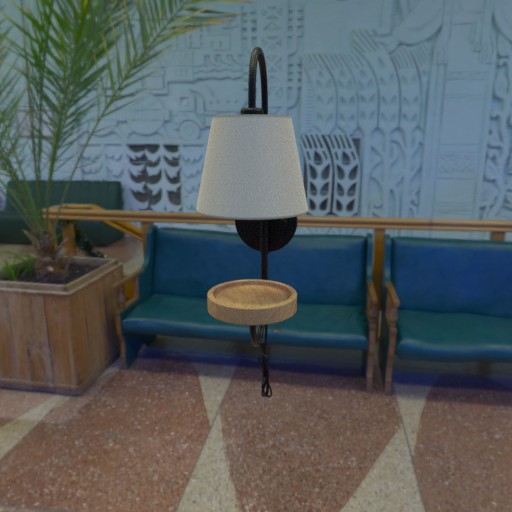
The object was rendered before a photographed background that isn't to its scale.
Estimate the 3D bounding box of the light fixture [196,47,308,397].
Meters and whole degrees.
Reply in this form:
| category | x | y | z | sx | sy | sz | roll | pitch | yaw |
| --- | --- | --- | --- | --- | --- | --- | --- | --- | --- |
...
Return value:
| category | x | y | z | sx | sy | sz | roll | pitch | yaw |
| --- | --- | --- | --- | --- | --- | --- | --- | --- | --- |
| light fixture | 0.000 | 0.000 | 0.936 | 0.220 | 0.821 | 0.299 | 3 | 15 | 10 |
